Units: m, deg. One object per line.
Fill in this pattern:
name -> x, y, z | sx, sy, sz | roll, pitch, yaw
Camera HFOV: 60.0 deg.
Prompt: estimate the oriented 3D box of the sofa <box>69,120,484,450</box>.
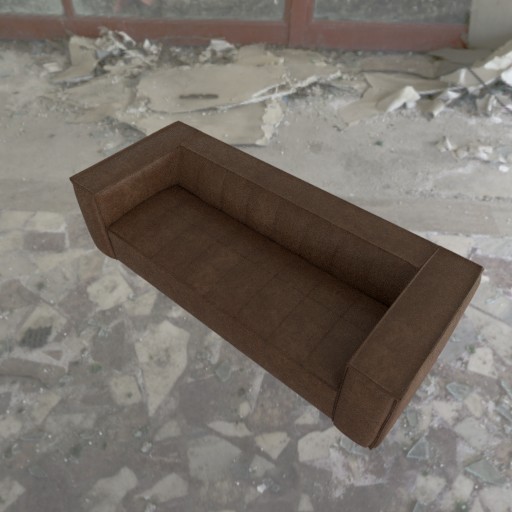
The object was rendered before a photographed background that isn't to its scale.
sofa -> 0.000, 0.000, 3.035 | 2.581, 0.701, 1.102 | 31, 54, 26
